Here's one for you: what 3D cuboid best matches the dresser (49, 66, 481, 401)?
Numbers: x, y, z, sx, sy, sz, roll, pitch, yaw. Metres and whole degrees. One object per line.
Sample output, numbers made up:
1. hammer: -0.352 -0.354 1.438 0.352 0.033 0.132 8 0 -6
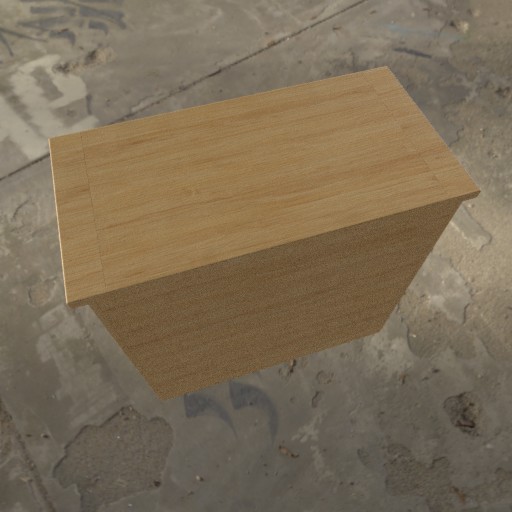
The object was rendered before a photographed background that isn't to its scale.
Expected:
1. dresser: 0.000 0.000 1.221 0.800 0.730 0.410 -15 60 -9
